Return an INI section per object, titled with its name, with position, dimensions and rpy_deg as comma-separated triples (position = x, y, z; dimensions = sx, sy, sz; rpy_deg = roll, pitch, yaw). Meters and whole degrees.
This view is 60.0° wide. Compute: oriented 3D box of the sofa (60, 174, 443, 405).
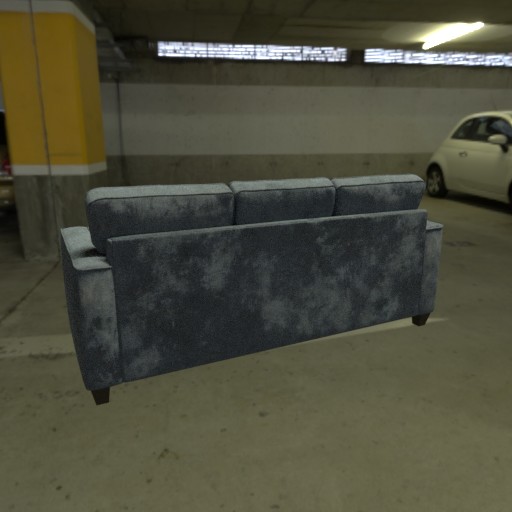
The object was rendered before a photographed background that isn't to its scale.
[sofa]
position = 0.000, 0.000, 2.684
dimensions = 2.133, 0.965, 0.939
rpy_deg = -7, 16, -25
